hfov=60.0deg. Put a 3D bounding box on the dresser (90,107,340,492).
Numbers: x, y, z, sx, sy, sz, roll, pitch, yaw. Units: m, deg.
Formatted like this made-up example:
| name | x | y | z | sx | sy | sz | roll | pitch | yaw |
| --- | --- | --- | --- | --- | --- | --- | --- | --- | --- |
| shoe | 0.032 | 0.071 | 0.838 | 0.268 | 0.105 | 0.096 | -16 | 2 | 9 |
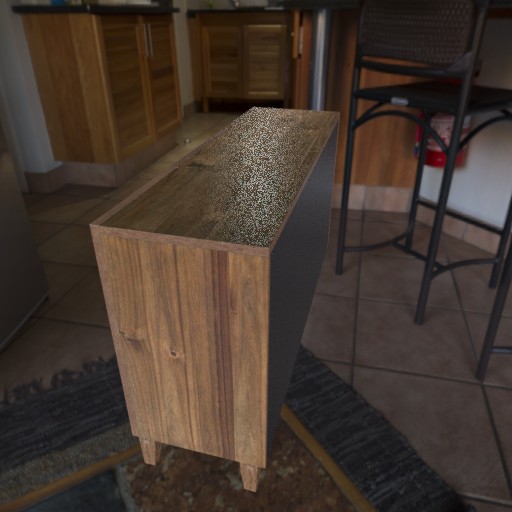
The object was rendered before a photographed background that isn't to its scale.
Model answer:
| name | x | y | z | sx | sy | sz | roll | pitch | yaw |
| --- | --- | --- | --- | --- | --- | --- | --- | --- | --- |
| dresser | 0.000 | 0.000 | 1.783 | 0.446 | 0.873 | 1.400 | 8 | 31 | 13 |
